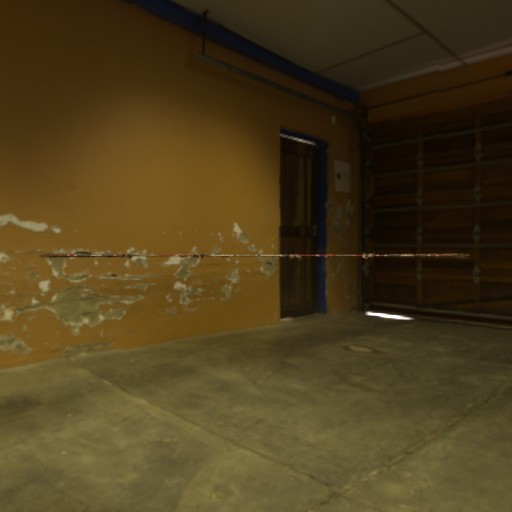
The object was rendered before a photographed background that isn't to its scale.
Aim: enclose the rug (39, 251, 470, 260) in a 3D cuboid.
[{"bbox_3d":[0.000,0.000,3.222,2.450,0.048,1.778,0,0,1],"label":"rug"}]
